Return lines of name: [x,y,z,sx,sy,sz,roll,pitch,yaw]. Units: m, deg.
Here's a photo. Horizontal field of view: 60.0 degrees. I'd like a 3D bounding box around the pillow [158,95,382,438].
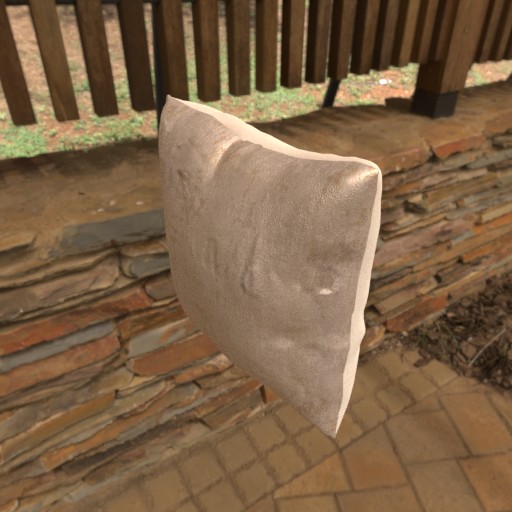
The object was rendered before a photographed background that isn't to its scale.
pillow: [0.000,0.000,0.735,0.245,0.448,0.450,-22,39,-30]
